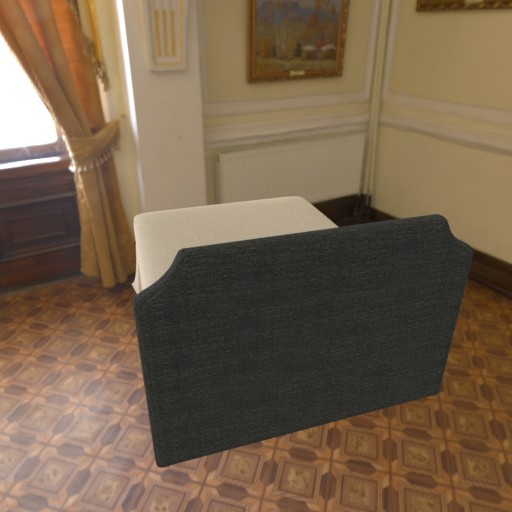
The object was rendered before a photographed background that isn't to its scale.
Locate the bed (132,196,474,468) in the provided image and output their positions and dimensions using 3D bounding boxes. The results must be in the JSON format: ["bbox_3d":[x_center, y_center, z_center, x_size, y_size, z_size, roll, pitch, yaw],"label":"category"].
[{"bbox_3d":[0.000,0.000,3.283,1.828,1.297,2.208,-8,29,-16],"label":"bed"}]
